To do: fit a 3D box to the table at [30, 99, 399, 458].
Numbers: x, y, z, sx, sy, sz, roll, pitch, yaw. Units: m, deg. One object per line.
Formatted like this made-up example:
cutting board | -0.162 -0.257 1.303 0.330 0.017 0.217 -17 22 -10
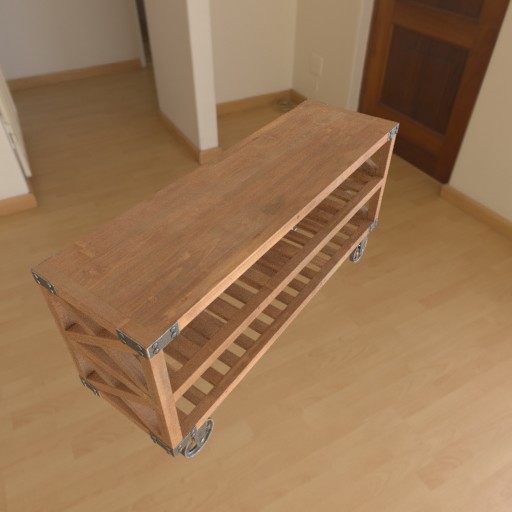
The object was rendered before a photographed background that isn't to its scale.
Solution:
table | 0.000 0.000 1.793 0.467 0.711 1.487 26 47 26
